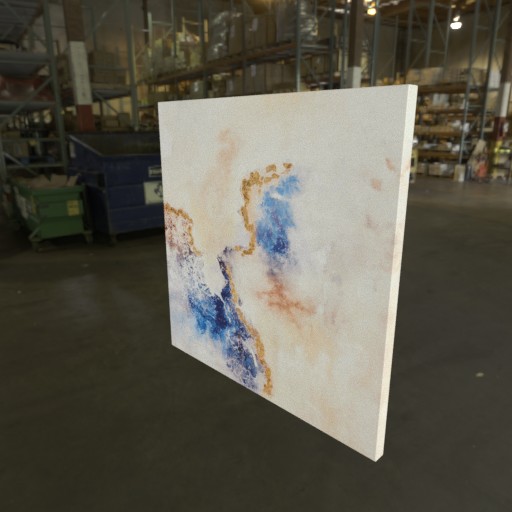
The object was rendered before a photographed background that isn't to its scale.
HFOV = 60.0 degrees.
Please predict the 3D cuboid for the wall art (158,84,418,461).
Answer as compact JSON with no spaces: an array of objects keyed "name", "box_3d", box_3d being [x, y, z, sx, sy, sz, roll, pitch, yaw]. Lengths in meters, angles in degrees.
[{"name":"wall art","box_3d":[0.000,0.000,1.305,0.038,0.889,0.889,-15,22,-43]}]
